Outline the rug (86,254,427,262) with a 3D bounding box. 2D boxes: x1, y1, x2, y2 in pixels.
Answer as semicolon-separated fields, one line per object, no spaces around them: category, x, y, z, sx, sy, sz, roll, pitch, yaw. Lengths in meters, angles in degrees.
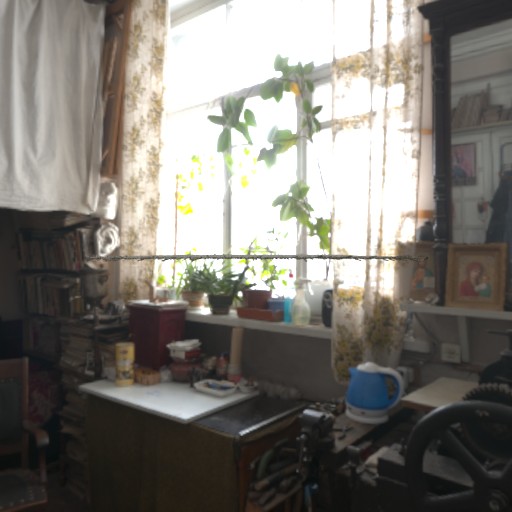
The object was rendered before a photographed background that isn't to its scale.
rug;0.000;0.000;3.133;1.495;0.035;2.472;0;0;0
